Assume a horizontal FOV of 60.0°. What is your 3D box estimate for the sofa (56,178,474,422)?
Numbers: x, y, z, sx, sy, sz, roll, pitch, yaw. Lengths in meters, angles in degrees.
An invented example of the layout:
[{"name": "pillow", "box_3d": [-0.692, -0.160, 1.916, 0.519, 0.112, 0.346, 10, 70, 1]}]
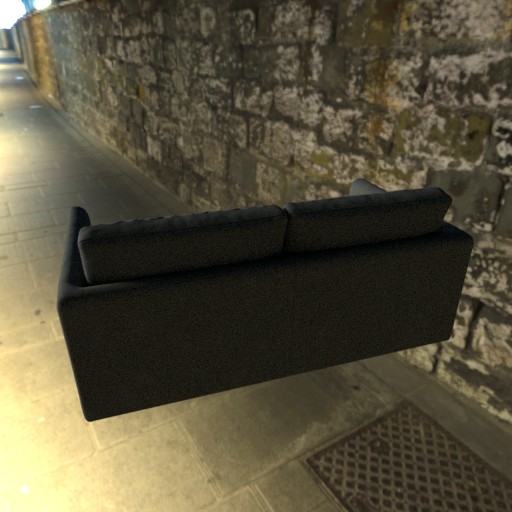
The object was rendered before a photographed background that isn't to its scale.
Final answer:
[{"name": "sofa", "box_3d": [0.000, 0.000, 2.436, 1.909, 0.845, 1.091, -8, 27, -16]}]
